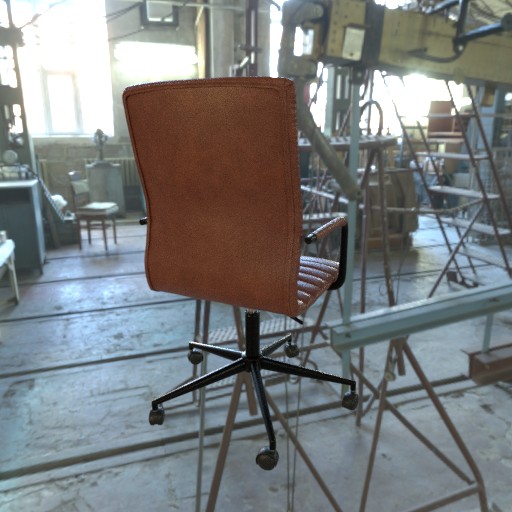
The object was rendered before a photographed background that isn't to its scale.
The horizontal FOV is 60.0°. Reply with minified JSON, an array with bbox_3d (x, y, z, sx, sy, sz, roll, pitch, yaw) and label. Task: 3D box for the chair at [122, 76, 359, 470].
[{"bbox_3d":[0.000,0.000,1.246,0.600,0.878,0.578,8,17,25],"label":"chair"}]
